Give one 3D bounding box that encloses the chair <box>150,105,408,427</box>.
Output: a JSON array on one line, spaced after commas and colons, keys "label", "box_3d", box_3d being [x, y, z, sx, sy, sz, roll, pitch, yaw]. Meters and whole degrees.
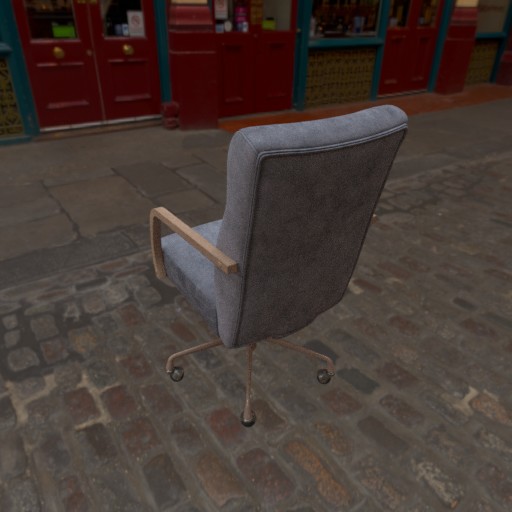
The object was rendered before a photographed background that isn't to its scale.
[{"label": "chair", "box_3d": [0.000, 0.000, 1.501, 0.640, 1.029, 0.741, -19, 34, -30]}]
